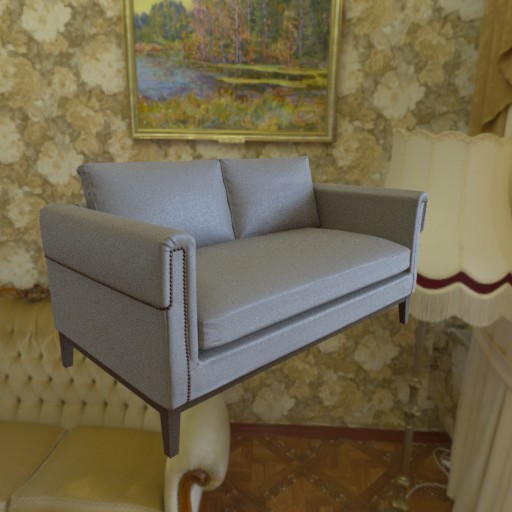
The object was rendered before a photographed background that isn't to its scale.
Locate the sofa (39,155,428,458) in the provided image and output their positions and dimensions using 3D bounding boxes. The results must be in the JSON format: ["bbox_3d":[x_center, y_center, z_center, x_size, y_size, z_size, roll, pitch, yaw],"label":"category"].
[{"bbox_3d":[0.000,0.000,2.053,1.598,0.873,0.899,-14,20,-43],"label":"sofa"}]
